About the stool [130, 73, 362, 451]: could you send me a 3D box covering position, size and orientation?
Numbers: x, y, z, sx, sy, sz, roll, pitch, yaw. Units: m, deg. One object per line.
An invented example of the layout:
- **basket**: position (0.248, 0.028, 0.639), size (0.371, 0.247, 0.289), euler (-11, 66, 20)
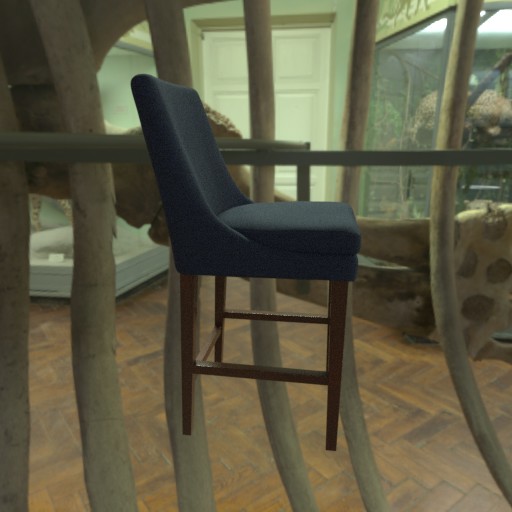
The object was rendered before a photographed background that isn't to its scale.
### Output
- **stool**: position (0.000, 0.000, 1.324), size (0.577, 0.981, 0.470), euler (2, 16, 8)
